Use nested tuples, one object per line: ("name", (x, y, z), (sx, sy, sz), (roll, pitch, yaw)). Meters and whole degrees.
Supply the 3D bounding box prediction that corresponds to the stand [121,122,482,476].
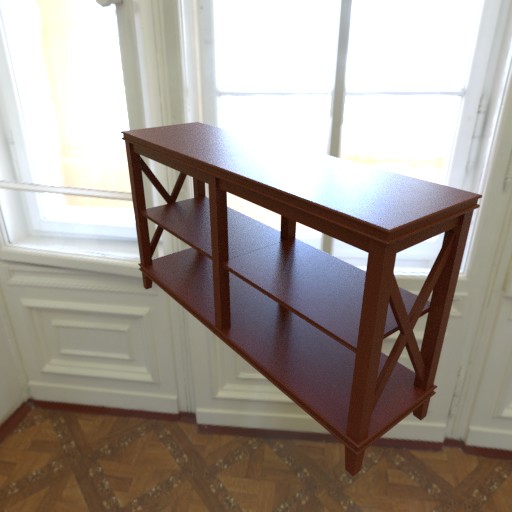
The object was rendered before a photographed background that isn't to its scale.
("stand", (0.000, 0.000, 1.667), (0.381, 0.762, 1.372), (-19, 32, -34))
